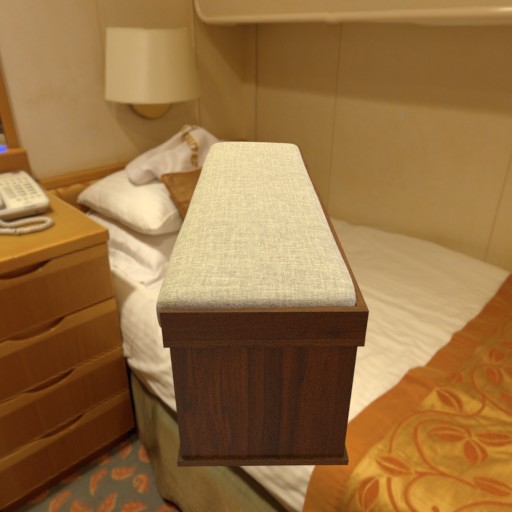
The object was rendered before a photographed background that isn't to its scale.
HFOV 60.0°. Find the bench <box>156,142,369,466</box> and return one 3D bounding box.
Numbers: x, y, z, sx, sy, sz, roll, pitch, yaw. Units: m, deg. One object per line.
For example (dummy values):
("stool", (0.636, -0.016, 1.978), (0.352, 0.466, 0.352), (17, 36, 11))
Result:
("bench", (0.000, 0.000, 1.363), (0.367, 0.468, 1.196), (0, 27, -1))
